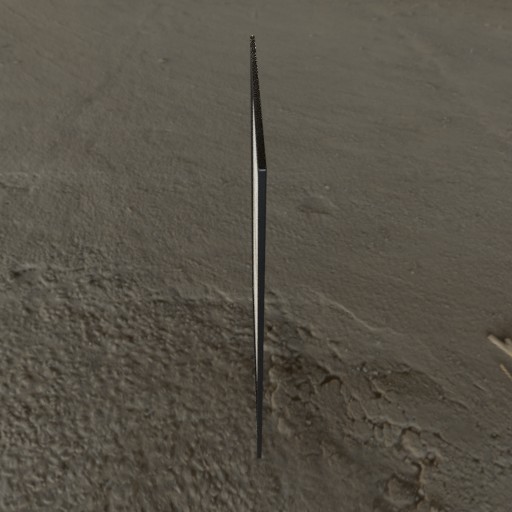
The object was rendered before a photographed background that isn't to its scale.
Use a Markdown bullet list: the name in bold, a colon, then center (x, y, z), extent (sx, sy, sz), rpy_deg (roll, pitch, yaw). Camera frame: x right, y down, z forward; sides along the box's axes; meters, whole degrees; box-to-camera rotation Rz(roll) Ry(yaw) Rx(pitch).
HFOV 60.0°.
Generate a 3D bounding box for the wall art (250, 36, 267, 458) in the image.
- **wall art**: center (0.000, 0.000, 1.254), extent (0.013, 0.967, 0.707), rpy_deg (-1, 41, -1)
